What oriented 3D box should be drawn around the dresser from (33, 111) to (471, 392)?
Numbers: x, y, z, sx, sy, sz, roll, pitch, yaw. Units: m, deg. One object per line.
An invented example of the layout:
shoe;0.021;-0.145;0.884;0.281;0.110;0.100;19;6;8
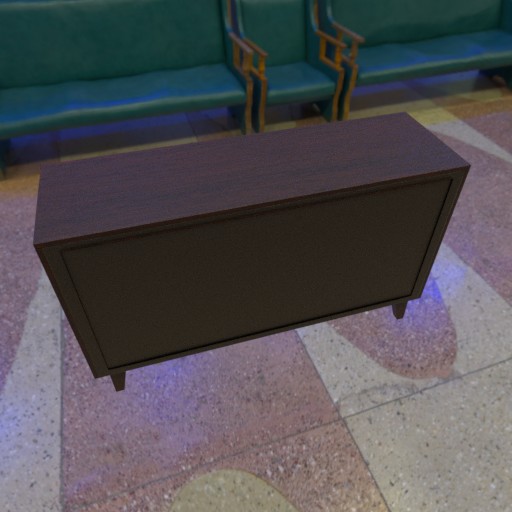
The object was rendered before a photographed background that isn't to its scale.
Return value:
dresser;0.000;0.000;2.062;1.609;0.971;0.499;-12;44;-12
